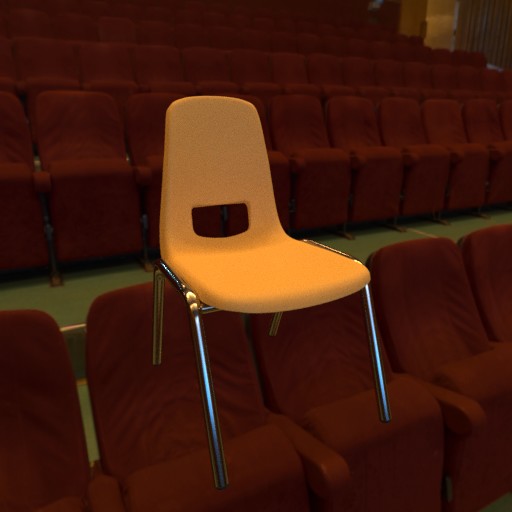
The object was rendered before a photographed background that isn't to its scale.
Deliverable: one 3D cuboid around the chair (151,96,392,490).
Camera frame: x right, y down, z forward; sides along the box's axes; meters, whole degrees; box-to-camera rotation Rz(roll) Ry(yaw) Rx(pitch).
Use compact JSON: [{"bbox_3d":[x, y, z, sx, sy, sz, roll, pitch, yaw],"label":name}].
[{"bbox_3d":[0.000,0.000,0.836,0.354,0.586,0.423,-9,19,-27],"label":"chair"}]
